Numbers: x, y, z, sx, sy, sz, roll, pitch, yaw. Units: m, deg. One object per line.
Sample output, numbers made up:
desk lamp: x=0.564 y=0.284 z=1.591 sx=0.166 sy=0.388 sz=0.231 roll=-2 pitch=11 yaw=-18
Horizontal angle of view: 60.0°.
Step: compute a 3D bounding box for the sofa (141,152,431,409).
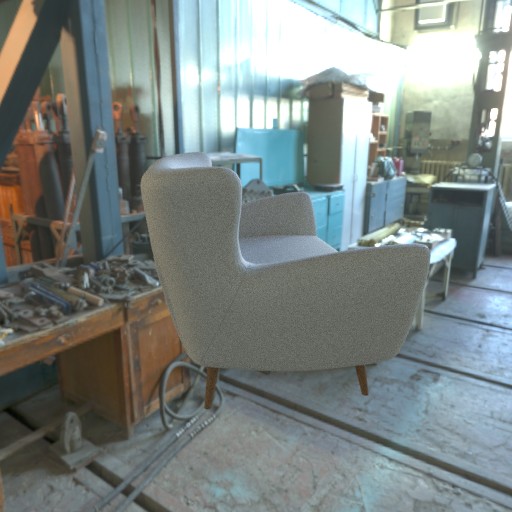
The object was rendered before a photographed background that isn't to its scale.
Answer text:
sofa: x=0.000 y=0.000 z=2.004 sx=0.921 sy=0.878 sz=1.424 roll=-3 pitch=15 yaw=-9
